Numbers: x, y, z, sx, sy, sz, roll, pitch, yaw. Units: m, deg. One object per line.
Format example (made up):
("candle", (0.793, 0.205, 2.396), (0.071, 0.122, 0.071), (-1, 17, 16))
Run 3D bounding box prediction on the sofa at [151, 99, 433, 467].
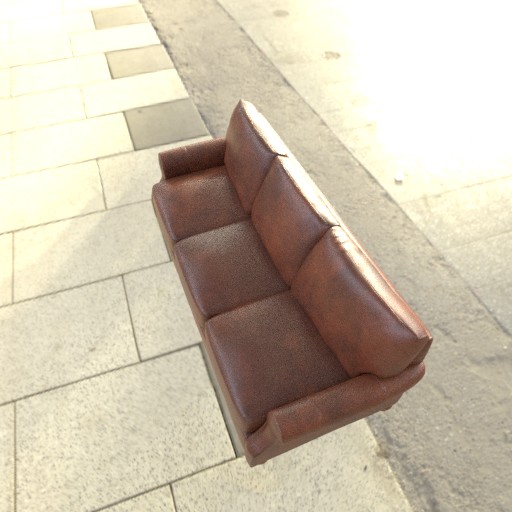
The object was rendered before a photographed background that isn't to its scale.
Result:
("sofa", (0.000, 0.000, 2.868), (0.973, 0.977, 2.351), (-17, 51, -14))
